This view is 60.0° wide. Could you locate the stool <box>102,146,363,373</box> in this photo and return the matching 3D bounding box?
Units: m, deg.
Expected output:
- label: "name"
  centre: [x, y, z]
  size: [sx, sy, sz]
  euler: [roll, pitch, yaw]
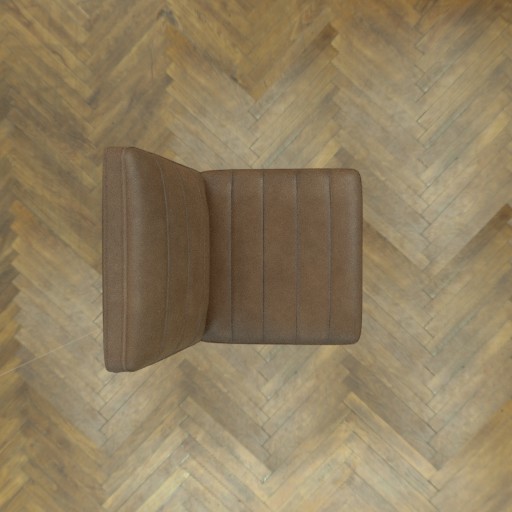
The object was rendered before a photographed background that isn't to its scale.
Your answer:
- label: "stool"
  centre: [0.000, 0.000, 1.322]
  size: [0.556, 1.040, 0.458]
  euler: [0, 91, 2]
